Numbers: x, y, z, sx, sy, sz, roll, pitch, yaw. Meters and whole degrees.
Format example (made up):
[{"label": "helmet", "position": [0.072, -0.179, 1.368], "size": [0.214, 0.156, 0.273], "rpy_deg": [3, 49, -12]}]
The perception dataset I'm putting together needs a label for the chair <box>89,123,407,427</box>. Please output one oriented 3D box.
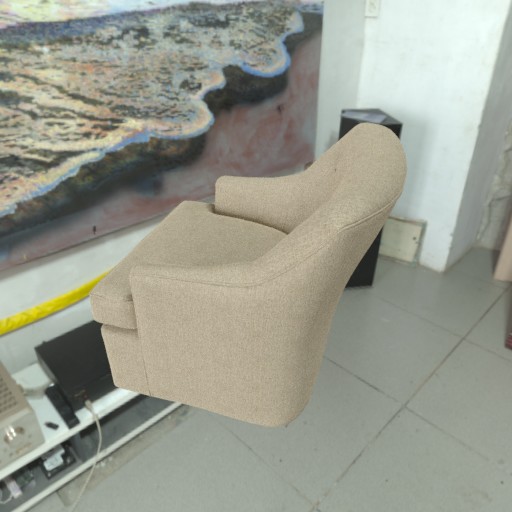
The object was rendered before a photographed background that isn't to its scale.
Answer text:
[{"label": "chair", "position": [0.000, 0.000, 1.602], "size": [0.923, 0.856, 0.864], "rpy_deg": [8, 32, 13]}]
